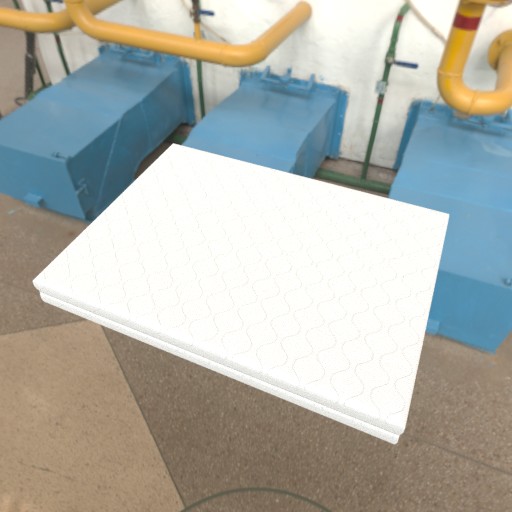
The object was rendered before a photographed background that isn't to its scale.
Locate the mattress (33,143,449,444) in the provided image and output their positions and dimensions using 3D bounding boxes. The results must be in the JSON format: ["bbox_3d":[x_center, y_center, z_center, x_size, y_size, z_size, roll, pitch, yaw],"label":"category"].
[{"bbox_3d":[0.000,0.000,2.507,1.900,0.200,1.400,18,49,16],"label":"mattress"}]
